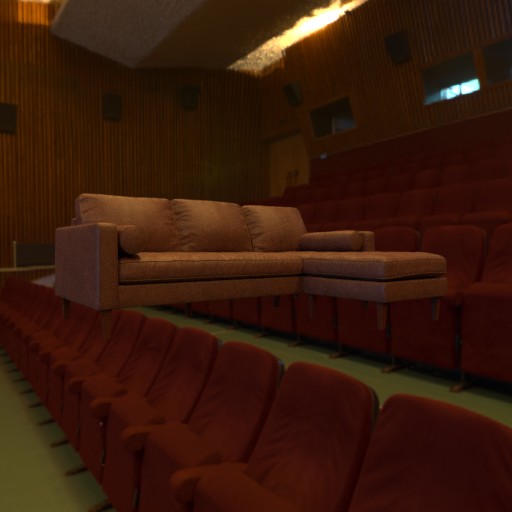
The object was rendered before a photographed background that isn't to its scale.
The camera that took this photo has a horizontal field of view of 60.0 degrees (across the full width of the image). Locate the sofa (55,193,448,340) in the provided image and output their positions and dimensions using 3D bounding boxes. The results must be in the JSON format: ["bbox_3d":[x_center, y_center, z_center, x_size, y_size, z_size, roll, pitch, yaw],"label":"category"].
[{"bbox_3d":[0.000,0.000,2.949,2.185,0.841,1.613,-1,1,-37],"label":"sofa"}]
